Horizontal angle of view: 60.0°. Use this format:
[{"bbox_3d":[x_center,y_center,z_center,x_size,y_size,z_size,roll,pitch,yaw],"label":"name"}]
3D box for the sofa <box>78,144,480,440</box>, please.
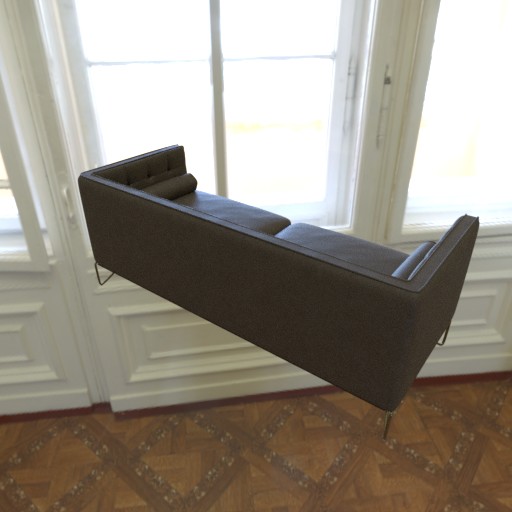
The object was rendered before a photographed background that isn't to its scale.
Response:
[{"bbox_3d":[0.000,0.000,2.553,2.087,0.789,0.867,21,36,32],"label":"sofa"}]
